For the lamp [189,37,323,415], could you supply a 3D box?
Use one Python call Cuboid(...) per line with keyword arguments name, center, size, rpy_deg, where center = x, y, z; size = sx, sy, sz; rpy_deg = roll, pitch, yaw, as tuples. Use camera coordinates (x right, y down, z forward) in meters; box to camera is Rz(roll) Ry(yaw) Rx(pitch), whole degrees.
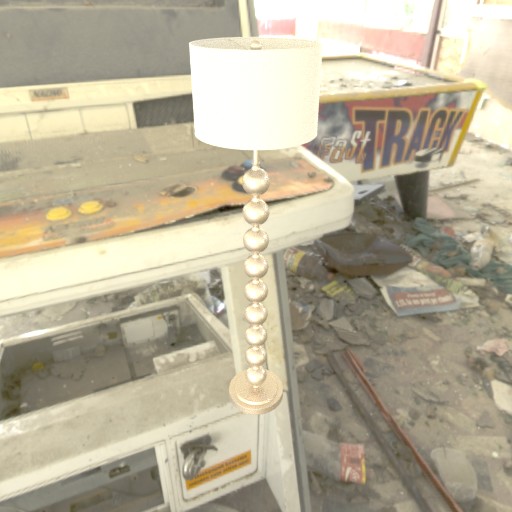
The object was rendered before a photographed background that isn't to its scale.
Cuboid(name="lamp", center=(0.000, 0.000, 1.678), size=(0.394, 1.474, 0.394), rpy_deg=(1, 31, 2))
